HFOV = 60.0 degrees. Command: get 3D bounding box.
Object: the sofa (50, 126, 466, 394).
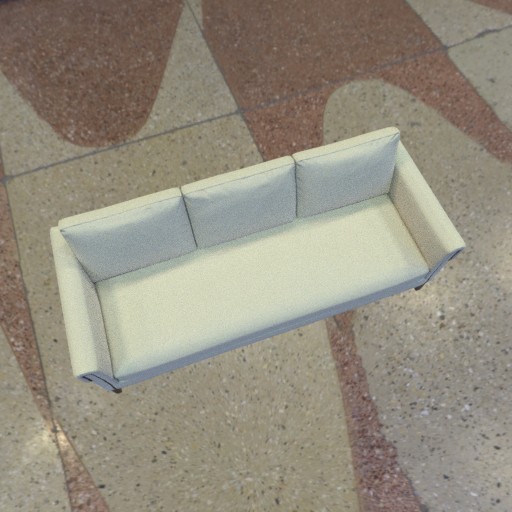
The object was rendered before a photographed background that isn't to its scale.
[{"bbox_3d":[0.000,0.000,2.682,2.198,0.911,0.902,-17,65,-8],"label":"sofa"}]
